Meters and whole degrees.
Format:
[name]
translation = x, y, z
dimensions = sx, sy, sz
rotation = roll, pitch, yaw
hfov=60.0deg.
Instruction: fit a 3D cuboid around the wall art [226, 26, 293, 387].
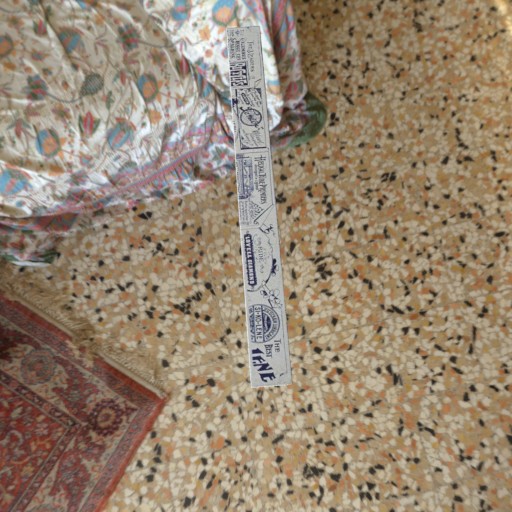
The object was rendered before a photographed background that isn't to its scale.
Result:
[wall art]
translation = 0.000, 0.000, 0.764
dimensions = 0.040, 0.601, 0.408
rotation = -4, 76, -1
